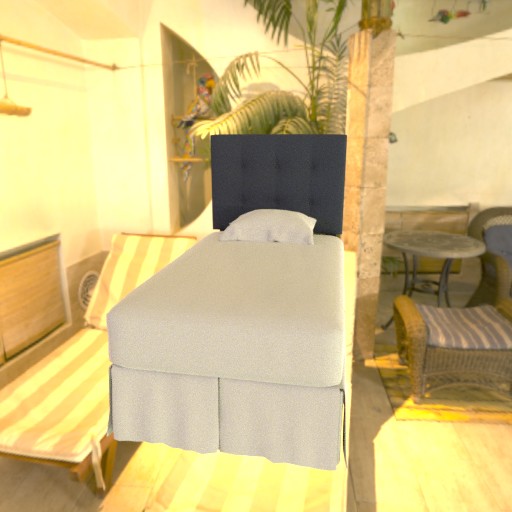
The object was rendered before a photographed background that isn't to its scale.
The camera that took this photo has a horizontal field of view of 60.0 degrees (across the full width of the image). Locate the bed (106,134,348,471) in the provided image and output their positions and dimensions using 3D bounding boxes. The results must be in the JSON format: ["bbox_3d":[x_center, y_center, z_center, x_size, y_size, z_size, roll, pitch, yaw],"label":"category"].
[{"bbox_3d":[0.000,0.000,2.952,1.261,1.571,1.997,3,15,10],"label":"bed"}]
